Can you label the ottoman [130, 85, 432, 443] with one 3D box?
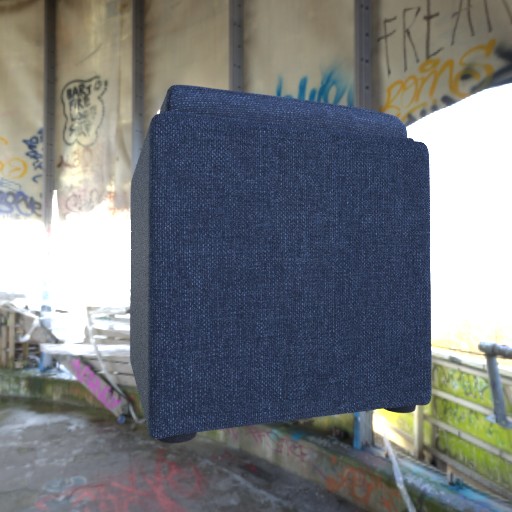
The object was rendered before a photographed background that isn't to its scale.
[{"bbox_3d":[0.000,0.000,0.839,0.436,0.493,0.454,0,-1,-19],"label":"ottoman"}]
